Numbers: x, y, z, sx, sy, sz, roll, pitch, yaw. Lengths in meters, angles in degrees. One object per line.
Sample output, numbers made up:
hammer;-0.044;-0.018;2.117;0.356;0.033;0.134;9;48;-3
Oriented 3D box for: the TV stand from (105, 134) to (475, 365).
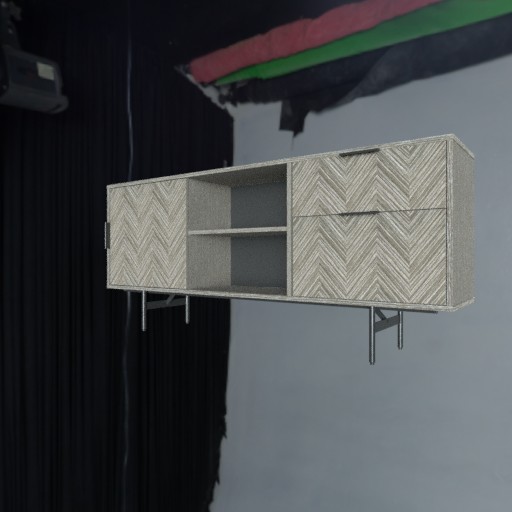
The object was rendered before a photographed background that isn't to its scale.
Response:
TV stand;0.000;0.000;2.087;1.804;0.787;0.405;0;0;36
